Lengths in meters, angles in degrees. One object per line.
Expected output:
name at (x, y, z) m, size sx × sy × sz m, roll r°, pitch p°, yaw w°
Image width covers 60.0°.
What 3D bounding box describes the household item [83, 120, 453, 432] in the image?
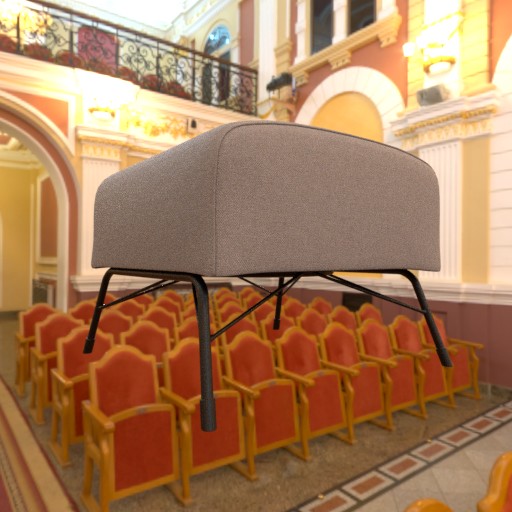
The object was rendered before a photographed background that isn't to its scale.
household item at (0.000, 0.000, 0.883) m, size 0.530 × 0.410 × 0.530 m, roll 0°, pitch 0°, yaw -36°
